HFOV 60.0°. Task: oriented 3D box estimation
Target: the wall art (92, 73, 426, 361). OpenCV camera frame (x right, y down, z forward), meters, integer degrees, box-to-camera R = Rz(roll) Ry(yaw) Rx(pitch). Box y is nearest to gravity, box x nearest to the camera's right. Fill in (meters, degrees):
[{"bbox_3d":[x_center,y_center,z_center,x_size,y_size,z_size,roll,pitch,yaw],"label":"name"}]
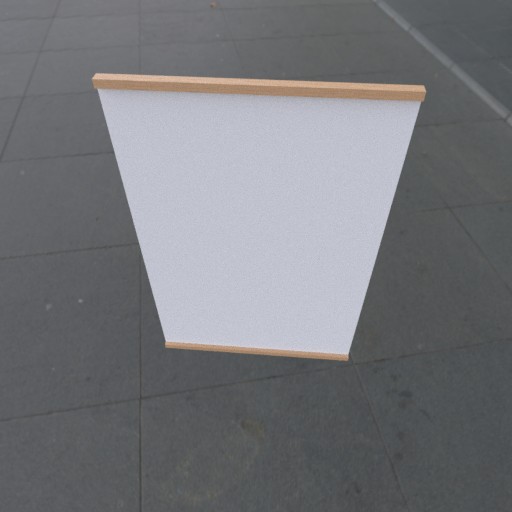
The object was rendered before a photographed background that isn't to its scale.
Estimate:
[{"bbox_3d":[0.000,0.000,0.757,0.401,0.611,0.016,3,47,3],"label":"wall art"}]
